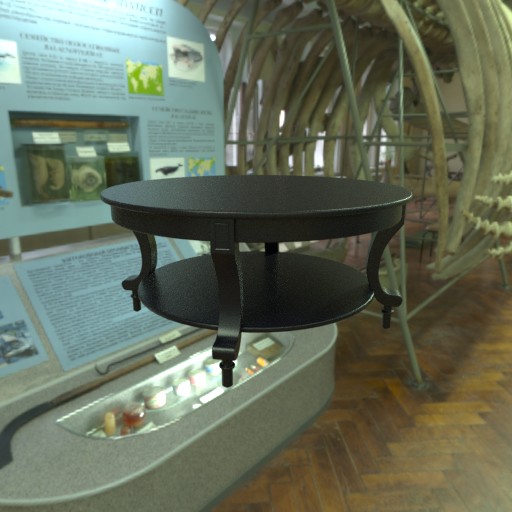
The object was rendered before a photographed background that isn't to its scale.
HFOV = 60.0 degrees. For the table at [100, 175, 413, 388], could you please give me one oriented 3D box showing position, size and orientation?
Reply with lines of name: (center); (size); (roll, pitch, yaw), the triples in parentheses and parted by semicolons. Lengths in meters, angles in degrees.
table: (0.000, 0.000, 1.597); (1.029, 0.491, 1.029); (0, 15, 0)
